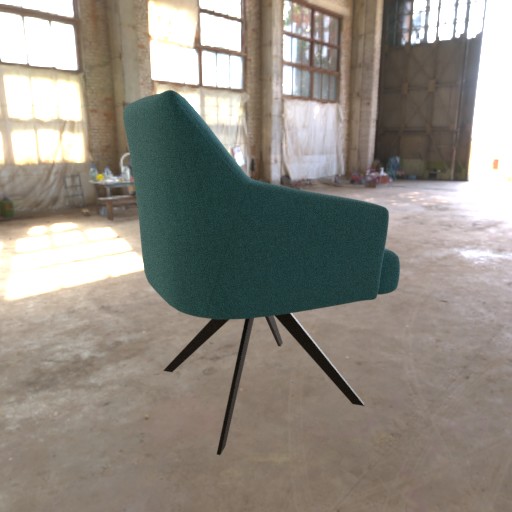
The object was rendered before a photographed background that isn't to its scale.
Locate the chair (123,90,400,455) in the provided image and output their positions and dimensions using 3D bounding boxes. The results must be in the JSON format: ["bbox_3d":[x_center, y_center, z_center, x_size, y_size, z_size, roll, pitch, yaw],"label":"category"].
[{"bbox_3d":[0.000,0.000,1.331,0.677,0.874,0.642,-7,16,-27],"label":"chair"}]
